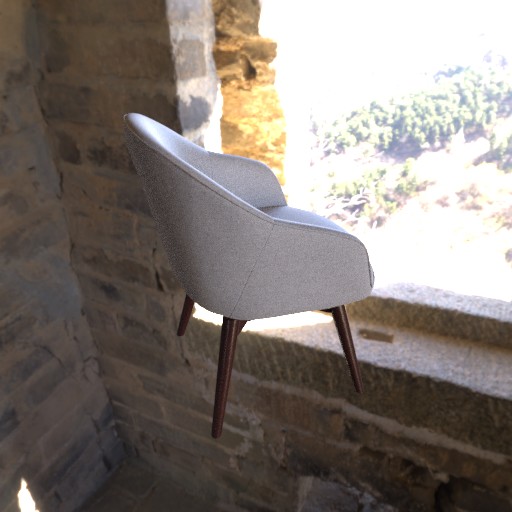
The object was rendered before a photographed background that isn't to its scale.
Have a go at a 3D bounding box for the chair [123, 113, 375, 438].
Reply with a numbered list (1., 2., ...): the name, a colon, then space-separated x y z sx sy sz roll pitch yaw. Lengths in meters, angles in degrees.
1. chair: 0.000 0.000 1.289 0.635 0.823 0.596 -11 31 -18
